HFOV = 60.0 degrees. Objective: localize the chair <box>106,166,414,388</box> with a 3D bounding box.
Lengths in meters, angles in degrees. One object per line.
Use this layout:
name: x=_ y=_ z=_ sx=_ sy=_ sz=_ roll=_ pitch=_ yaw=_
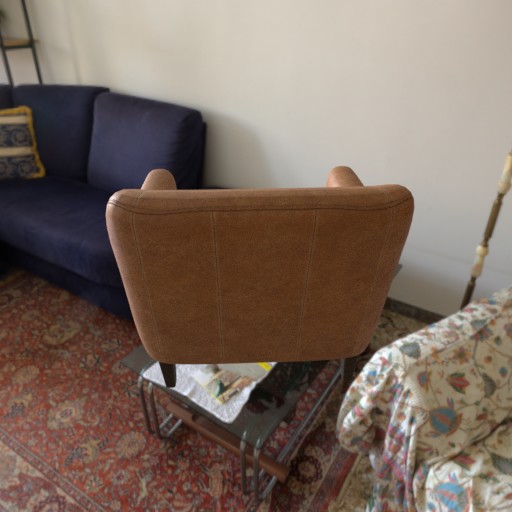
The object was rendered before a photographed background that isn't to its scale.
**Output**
chair: x=0.000 y=0.000 z=1.882 sx=1.037 sy=0.980 sz=1.034 roll=-1 pitch=32 yaw=-2
